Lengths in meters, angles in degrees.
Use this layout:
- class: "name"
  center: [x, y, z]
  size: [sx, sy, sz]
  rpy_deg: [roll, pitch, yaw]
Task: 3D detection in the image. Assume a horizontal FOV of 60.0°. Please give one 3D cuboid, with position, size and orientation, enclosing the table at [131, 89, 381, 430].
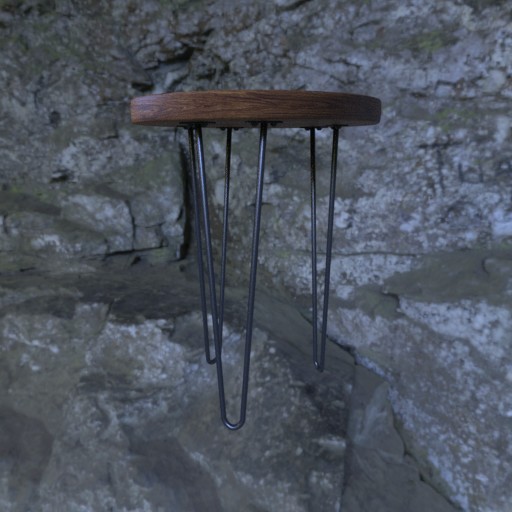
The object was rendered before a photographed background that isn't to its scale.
- class: "table"
  center: [0.000, 0.000, 0.795]
  size: [0.400, 0.520, 0.400]
  rpy_deg: [0, 14, 0]
